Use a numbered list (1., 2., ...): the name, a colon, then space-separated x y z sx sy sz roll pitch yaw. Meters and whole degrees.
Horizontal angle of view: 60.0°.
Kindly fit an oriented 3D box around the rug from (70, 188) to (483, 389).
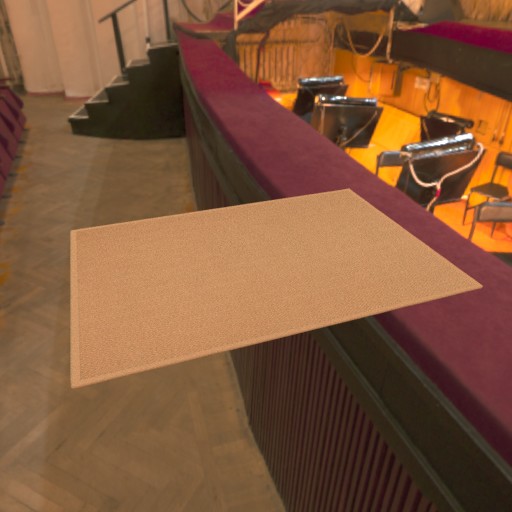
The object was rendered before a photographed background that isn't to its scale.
1. rug: 0.000 0.000 2.845 2.244 0.017 1.532 -11 33 -17
